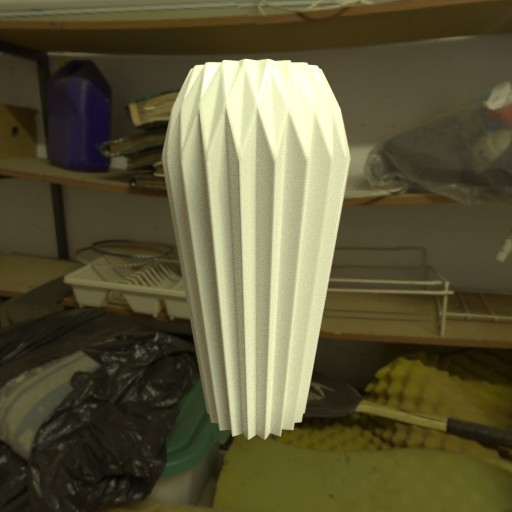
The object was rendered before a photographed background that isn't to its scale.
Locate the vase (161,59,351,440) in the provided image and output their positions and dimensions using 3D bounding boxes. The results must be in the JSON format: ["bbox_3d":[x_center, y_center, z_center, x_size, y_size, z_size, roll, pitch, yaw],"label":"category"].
[{"bbox_3d":[0.000,0.000,0.337,0.133,0.263,0.133,0,15,0],"label":"vase"}]
